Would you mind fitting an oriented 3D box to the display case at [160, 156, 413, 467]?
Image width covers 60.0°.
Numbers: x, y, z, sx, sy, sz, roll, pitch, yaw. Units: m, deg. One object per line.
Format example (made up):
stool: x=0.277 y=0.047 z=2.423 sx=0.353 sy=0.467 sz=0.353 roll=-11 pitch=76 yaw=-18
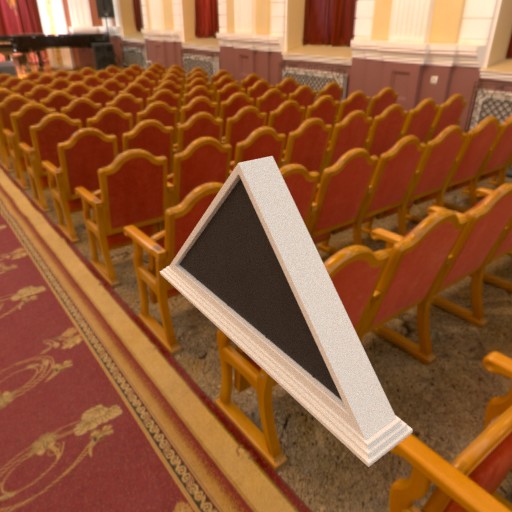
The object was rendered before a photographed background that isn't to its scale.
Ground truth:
display case: x=0.000 y=0.000 z=0.769 sx=0.095 sy=0.340 sz=0.640 roll=-19 pitch=34 yaw=-32
